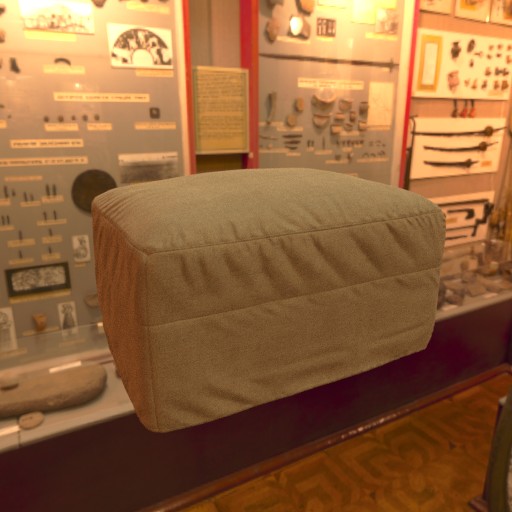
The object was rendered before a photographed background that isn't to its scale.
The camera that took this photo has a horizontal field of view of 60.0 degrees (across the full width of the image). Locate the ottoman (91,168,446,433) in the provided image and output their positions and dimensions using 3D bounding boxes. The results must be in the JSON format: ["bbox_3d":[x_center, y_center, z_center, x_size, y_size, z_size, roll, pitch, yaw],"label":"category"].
[{"bbox_3d":[0.000,0.000,1.275,0.837,0.481,0.683,-8,18,-26],"label":"ottoman"}]
